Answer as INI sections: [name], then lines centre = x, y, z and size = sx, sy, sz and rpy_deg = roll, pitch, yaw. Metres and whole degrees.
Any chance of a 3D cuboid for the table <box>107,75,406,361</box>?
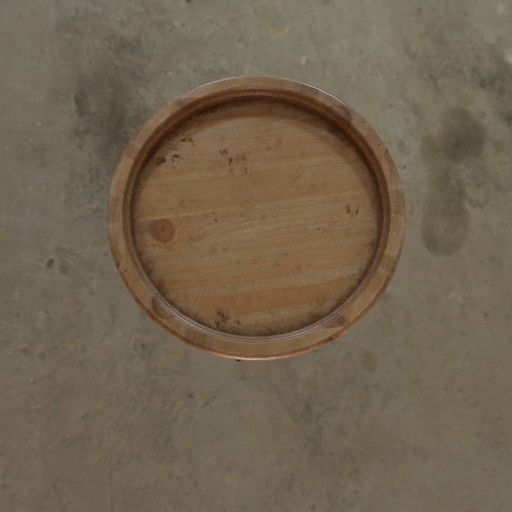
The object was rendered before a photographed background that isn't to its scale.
[table]
centre = 0.000, 0.000, 0.927
size = 0.414, 0.664, 0.418
rpy_deg = -33, 79, -7
